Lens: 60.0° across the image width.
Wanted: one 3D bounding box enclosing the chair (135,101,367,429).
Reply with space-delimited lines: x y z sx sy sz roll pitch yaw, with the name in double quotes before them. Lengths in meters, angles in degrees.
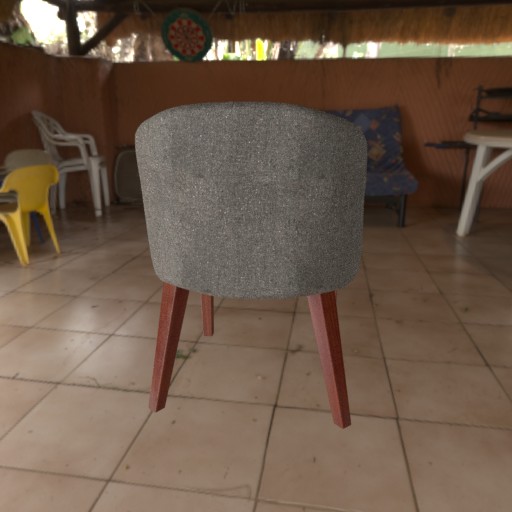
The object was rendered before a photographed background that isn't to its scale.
"chair" 0.000 0.000 1.270 0.583 0.811 0.655 2 17 8
